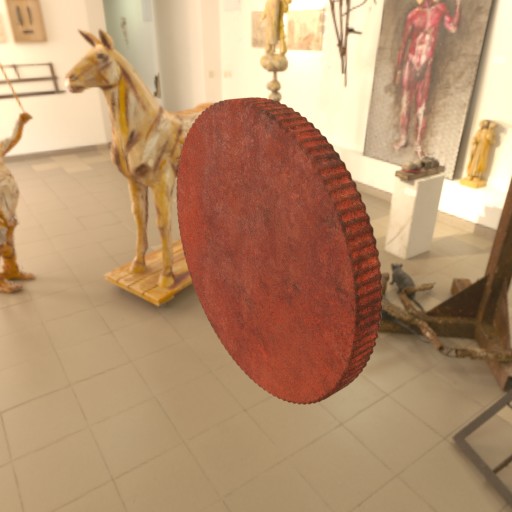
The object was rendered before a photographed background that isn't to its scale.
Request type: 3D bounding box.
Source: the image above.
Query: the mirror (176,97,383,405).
[{"bbox_3d":[0.000,0.000,0.904,0.056,0.609,0.609,-18,32,-31],"label":"mirror"}]
